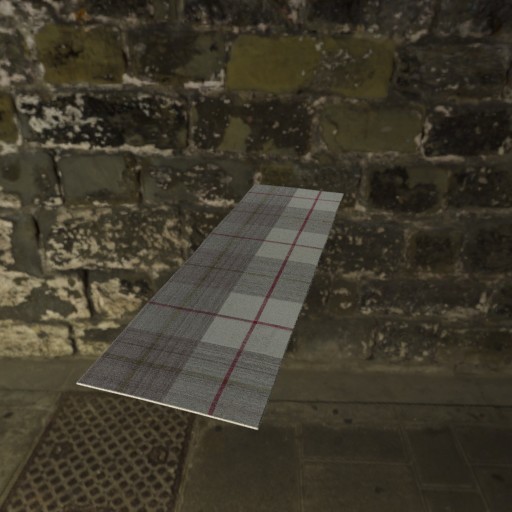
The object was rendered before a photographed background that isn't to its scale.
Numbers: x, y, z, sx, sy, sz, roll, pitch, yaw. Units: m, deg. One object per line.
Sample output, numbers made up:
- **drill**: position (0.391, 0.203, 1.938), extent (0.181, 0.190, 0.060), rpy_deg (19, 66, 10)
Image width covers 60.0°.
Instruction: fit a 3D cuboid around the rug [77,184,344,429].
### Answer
- **rug**: position (0.000, 0.000, 2.701), extent (0.762, 0.013, 2.439), rpy_deg (8, 30, 15)
